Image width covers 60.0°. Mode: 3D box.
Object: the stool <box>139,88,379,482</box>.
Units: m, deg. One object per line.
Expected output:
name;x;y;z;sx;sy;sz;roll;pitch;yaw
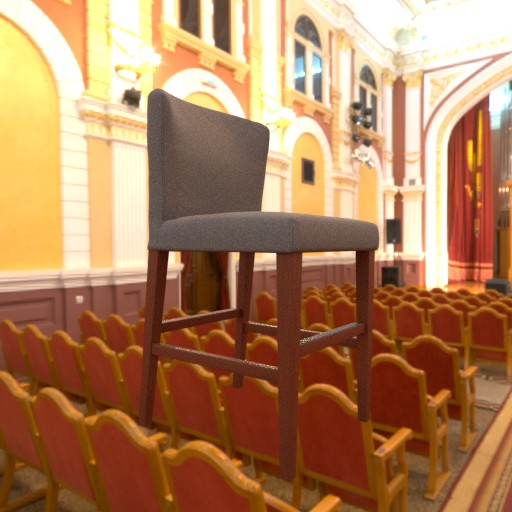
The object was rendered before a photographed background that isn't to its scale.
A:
stool;0.000;0.000;1.277;0.568;0.968;0.481;1;2;37
